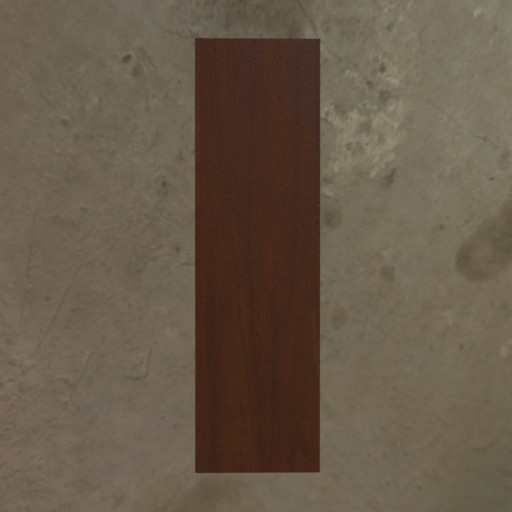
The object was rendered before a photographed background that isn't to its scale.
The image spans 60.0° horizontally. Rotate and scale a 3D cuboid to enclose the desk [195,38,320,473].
[{"bbox_3d":[0.000,0.000,1.681,0.384,0.917,1.204,0,90,-1],"label":"desk"}]
